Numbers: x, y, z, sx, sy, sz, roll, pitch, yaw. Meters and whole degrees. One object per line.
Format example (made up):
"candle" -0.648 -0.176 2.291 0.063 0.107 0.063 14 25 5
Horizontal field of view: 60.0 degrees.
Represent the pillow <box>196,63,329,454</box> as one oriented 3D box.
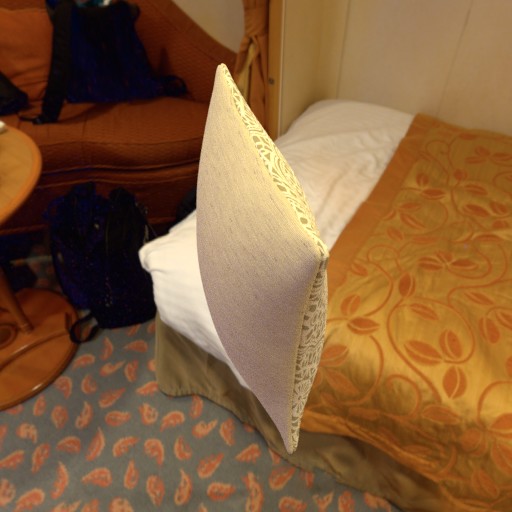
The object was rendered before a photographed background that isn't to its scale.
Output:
"pillow" 0.000 0.000 0.665 0.167 0.421 0.438 -10 45 -10
